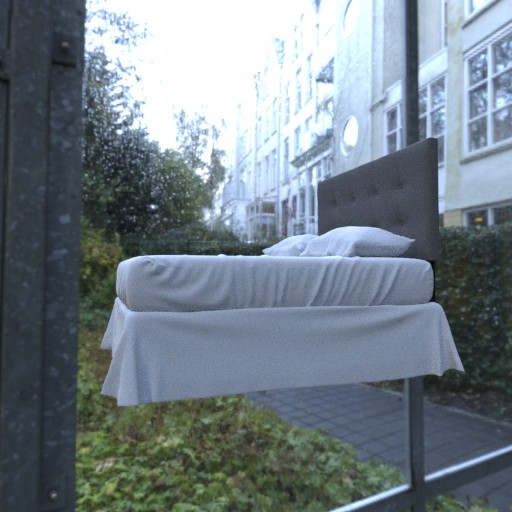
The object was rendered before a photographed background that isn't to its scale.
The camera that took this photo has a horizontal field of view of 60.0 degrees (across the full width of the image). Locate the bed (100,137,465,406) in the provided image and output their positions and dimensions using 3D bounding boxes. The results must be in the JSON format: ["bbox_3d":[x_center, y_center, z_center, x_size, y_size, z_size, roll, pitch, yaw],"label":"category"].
[{"bbox_3d":[0.000,0.000,3.381,2.222,1.577,1.936,1,-2,-19],"label":"bed"}]
